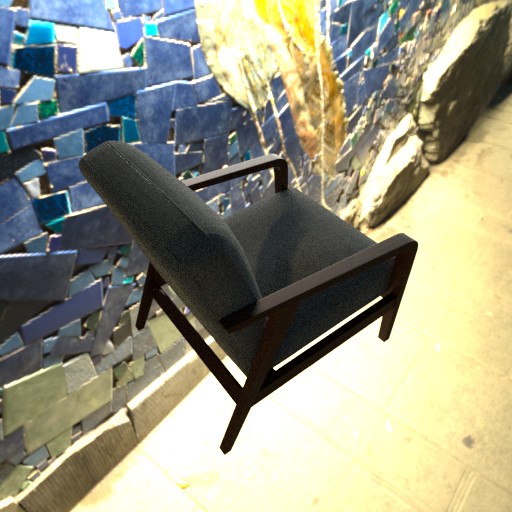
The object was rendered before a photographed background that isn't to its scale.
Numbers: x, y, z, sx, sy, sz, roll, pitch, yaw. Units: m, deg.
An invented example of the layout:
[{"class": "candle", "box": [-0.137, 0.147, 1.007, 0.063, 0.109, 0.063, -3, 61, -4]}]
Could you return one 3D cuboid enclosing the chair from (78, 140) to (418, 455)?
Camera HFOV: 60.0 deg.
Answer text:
[{"class": "chair", "box": [0.000, 0.000, 1.513, 0.858, 0.847, 0.704, -26, 47, -27]}]
